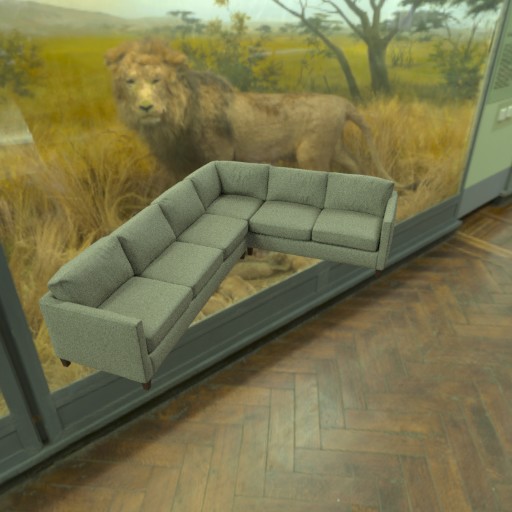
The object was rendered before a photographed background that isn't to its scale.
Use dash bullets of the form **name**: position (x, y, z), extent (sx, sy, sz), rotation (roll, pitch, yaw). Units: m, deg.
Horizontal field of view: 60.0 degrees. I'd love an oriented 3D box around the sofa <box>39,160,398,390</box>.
- **sofa**: position (0.000, 0.000, 4.574), extent (2.593, 0.947, 3.302), rotation (10, 32, 17)
